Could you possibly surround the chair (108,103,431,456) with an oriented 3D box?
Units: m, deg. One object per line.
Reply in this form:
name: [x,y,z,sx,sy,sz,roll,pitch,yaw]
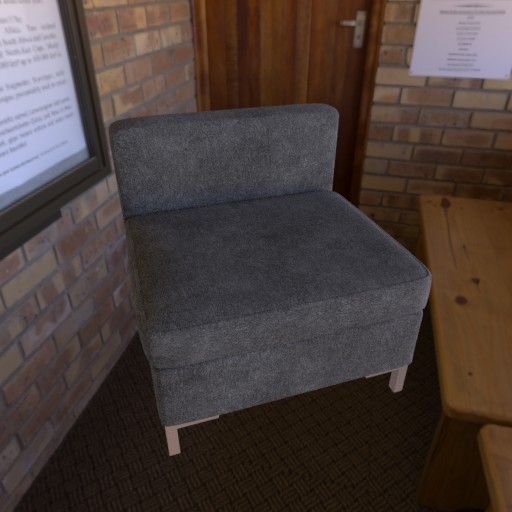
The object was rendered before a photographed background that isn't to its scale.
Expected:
chair: [0.000,0.000,1.227,0.680,0.660,0.680,-10,33,-15]
